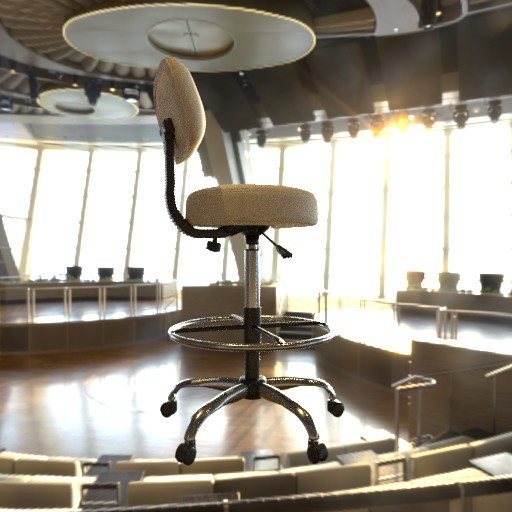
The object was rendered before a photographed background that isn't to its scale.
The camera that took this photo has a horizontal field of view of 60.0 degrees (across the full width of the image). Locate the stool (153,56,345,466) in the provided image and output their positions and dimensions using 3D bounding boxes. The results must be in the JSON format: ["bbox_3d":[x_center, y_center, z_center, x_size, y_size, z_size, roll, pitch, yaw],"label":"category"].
[{"bbox_3d":[0.000,0.000,1.399,0.616,1.080,0.609,0,1,-18],"label":"stool"}]
